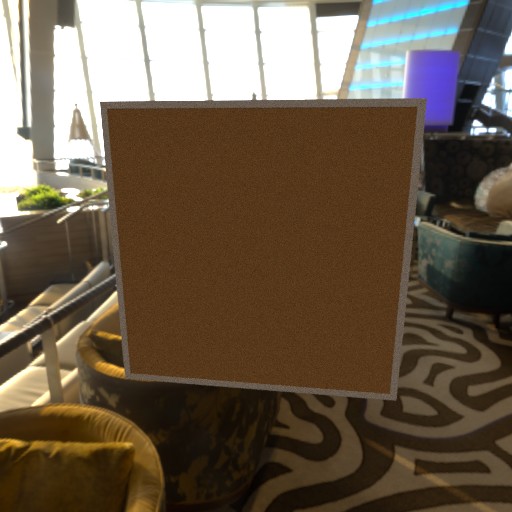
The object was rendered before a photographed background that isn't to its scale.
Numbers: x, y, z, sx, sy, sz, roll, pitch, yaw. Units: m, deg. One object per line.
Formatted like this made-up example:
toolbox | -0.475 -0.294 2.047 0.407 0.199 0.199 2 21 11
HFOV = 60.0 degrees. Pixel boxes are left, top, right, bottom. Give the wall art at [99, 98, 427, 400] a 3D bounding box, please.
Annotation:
wall art | 0.000 0.000 1.146 0.762 0.762 0.038 2 16 8
